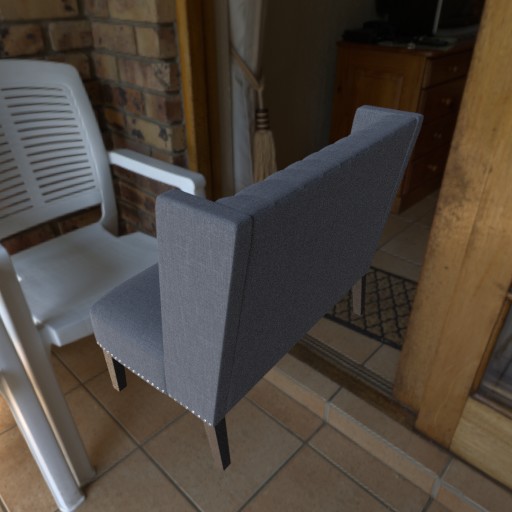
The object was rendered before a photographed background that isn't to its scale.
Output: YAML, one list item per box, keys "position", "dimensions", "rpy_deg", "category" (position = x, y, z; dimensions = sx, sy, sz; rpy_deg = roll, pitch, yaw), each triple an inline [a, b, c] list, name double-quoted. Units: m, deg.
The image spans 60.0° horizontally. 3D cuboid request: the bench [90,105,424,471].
- position: [0.000, 0.000, 1.975]
  dimensions: [0.842, 1.121, 1.276]
  rpy_deg: [22, 39, 31]
  category: "bench"
